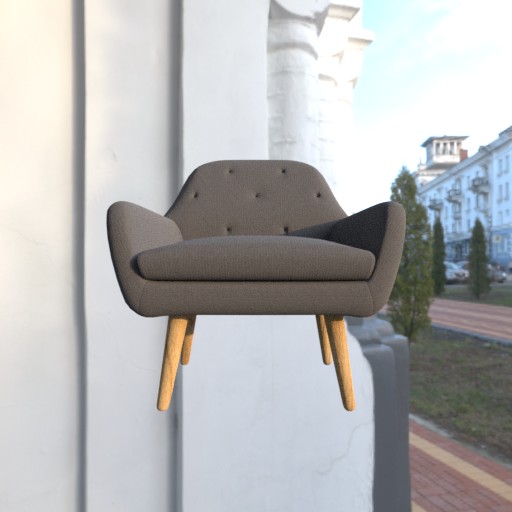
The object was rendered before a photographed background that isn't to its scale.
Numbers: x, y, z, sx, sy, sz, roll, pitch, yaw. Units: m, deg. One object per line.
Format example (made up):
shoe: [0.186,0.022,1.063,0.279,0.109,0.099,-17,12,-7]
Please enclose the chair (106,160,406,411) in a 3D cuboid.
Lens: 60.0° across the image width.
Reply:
chair: [0.000,0.000,1.463,0.770,0.800,0.779,0,-1,0]
